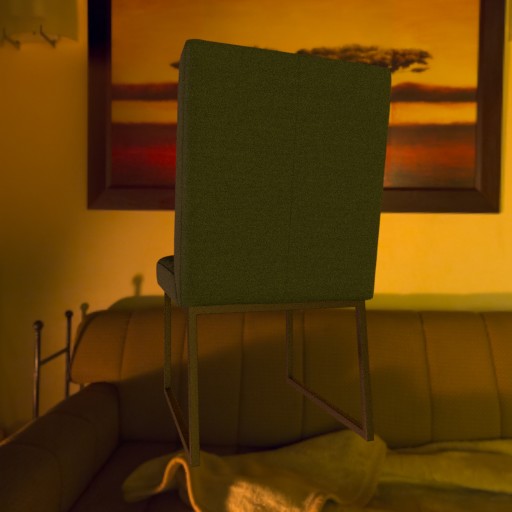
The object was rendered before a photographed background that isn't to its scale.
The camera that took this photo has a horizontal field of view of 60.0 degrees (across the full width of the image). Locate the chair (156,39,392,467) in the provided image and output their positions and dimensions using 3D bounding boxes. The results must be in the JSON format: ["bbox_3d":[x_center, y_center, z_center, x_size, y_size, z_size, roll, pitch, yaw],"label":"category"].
[{"bbox_3d":[0.000,0.000,1.288,0.520,0.930,0.634,0,0,-18],"label":"chair"}]
